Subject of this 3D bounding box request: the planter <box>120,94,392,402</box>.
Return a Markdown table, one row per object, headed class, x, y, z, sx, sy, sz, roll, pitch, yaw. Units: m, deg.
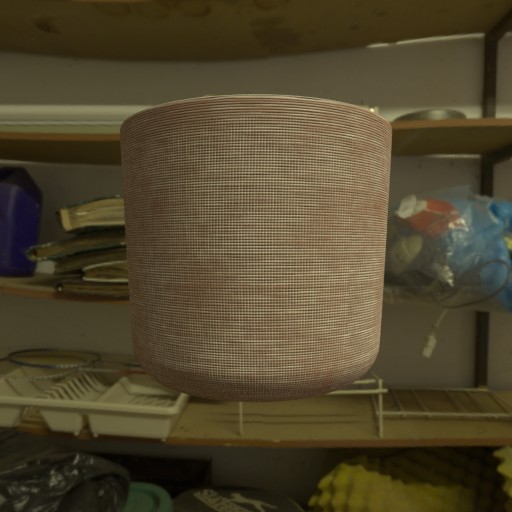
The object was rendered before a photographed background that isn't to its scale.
| class | x | y | z | sx | sy | sz | roll | pitch | yaw |
| --- | --- | --- | --- | --- | --- | --- | --- | --- | --- |
| planter | 0.000 | 0.000 | 0.754 | 0.440 | 0.398 | 0.440 | 0 | 1 | 0 |
